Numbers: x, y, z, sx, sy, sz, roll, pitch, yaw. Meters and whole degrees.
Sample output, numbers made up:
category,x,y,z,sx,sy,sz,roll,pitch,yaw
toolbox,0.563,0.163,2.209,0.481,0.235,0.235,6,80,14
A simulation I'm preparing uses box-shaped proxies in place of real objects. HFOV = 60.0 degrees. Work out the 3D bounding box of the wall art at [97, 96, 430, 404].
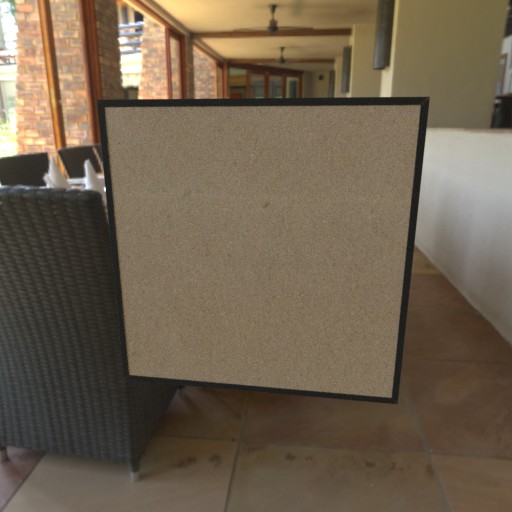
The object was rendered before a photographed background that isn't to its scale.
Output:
category,x,y,z,sx,sy,sz,roll,pitch,yaw
wall art,0.000,0.000,0.759,0.508,0.508,0.038,3,17,8
